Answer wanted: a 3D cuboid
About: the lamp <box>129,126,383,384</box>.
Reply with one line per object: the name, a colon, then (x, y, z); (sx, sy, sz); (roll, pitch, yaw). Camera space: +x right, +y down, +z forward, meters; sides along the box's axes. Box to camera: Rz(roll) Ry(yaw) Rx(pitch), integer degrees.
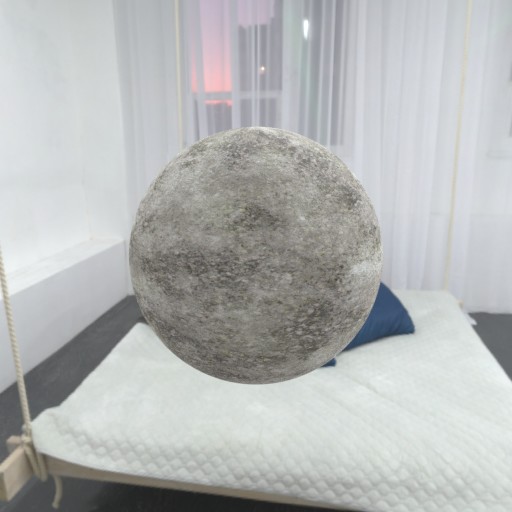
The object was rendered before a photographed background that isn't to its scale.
lamp: (0.000, 0.000, 0.765); (0.422, 0.429, 0.422); (0, 16, 0)
